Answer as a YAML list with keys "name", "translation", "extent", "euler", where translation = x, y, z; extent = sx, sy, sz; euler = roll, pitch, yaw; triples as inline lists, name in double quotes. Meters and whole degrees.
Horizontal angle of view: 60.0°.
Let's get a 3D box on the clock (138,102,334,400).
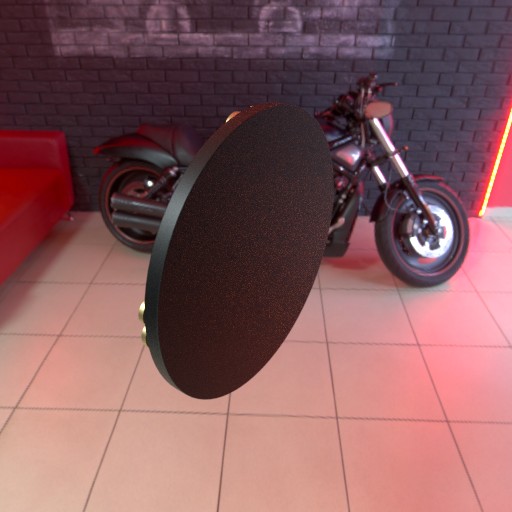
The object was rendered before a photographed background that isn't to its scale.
- name: "clock"
  translation: [0.000, 0.000, 0.688]
  extent: [0.038, 0.454, 0.454]
  euler: [20, 37, 29]
